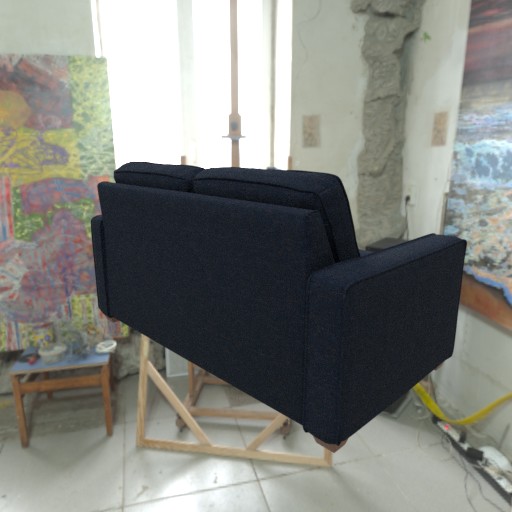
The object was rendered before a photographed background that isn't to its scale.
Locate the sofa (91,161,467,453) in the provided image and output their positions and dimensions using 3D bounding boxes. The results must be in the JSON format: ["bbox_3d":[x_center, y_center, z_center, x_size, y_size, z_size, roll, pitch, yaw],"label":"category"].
[{"bbox_3d":[0.000,0.000,2.218,0.947,0.918,1.709,-14,20,-43],"label":"sofa"}]
